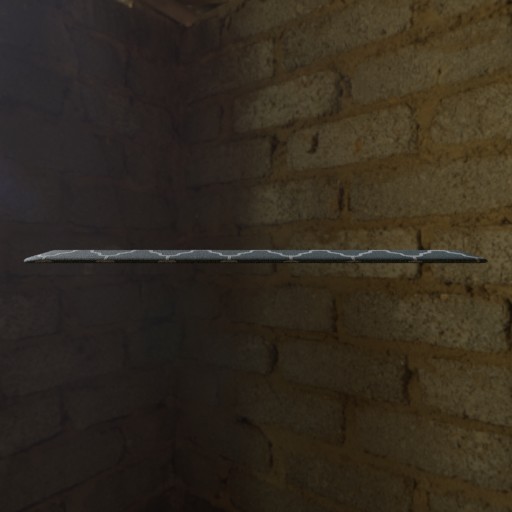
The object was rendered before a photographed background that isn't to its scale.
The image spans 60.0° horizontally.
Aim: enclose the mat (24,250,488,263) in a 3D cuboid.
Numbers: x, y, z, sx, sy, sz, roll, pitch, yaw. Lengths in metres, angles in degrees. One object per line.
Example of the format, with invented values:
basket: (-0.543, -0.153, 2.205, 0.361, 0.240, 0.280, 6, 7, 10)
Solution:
mat: (0.000, 0.000, 0.952, 0.762, 0.021, 0.508, 0, 0, 0)
